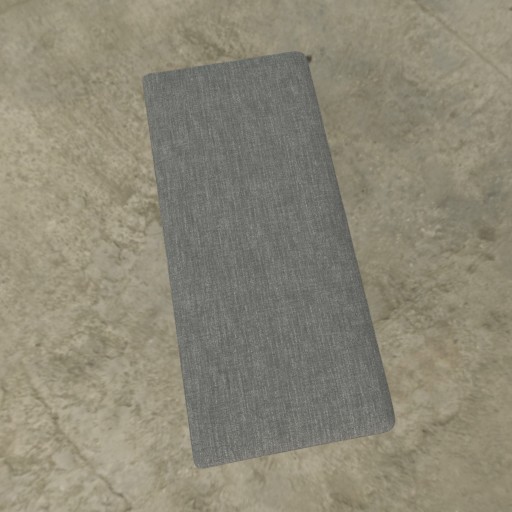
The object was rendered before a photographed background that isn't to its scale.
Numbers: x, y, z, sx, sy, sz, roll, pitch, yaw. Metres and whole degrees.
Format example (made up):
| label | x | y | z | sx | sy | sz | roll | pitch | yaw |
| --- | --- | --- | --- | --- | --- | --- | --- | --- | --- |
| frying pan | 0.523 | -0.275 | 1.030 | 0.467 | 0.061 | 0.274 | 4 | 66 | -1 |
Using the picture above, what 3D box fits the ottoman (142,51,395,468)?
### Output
| label | x | y | z | sx | sy | sz | roll | pitch | yaw |
| --- | --- | --- | --- | --- | --- | --- | --- | --- | --- |
| ottoman | 0.000 | 0.000 | 1.136 | 0.419 | 0.432 | 0.902 | -10 | 76 | -3 |
